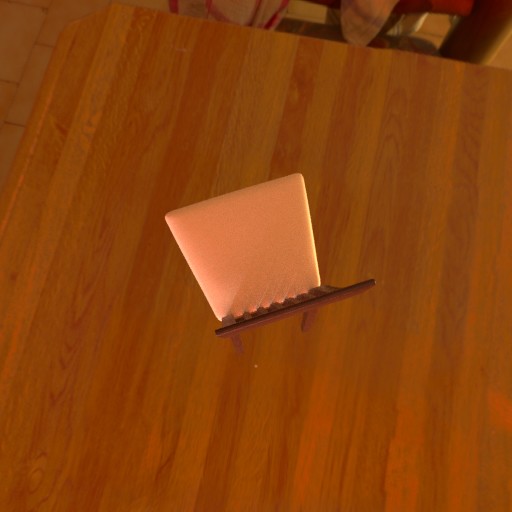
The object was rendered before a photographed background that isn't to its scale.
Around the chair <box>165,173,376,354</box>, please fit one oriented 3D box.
[{"bbox_3d":[0.000,0.000,1.308,0.460,1.027,0.474,-18,77,-4],"label":"chair"}]
